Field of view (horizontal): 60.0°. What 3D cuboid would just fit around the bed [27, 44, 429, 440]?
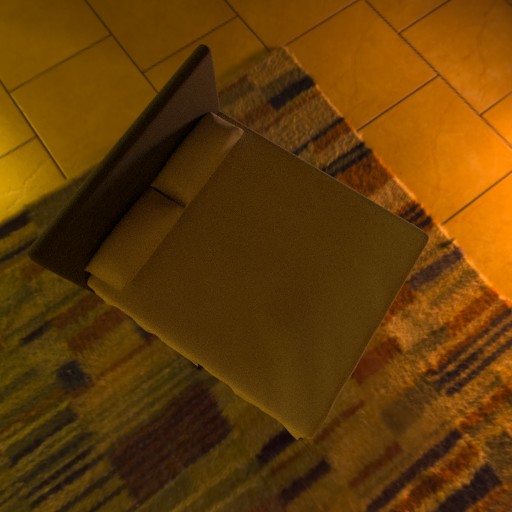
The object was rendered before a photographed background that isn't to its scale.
[{"bbox_3d":[0.000,0.000,3.289,2.142,1.330,1.884,33,77,8],"label":"bed"}]
